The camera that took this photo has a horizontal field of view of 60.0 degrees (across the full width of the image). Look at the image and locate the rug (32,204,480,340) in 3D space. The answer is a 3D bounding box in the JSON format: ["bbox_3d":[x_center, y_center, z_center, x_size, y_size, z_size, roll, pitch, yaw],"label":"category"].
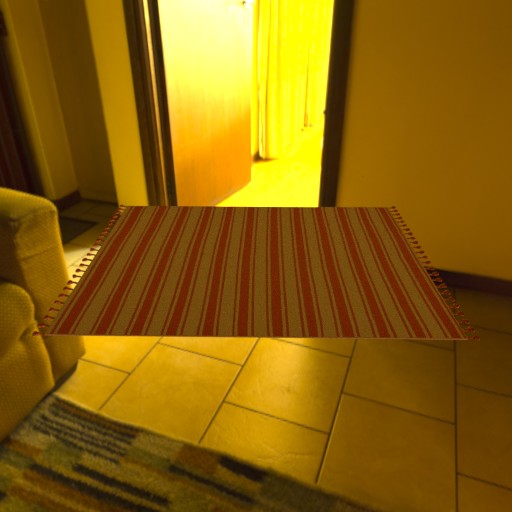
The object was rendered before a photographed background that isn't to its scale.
[{"bbox_3d":[0.000,0.000,4.366,3.369,0.035,2.451,0,30,1],"label":"rug"}]
